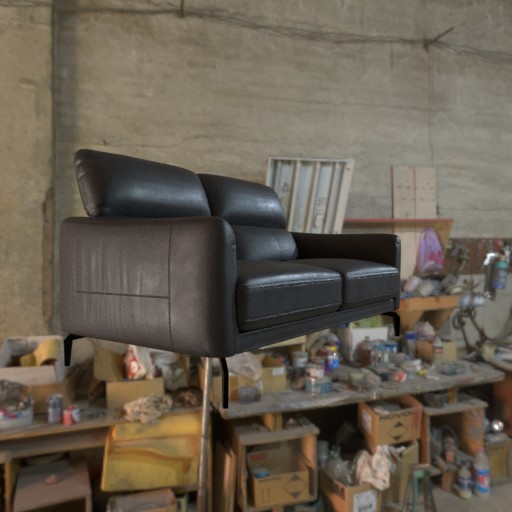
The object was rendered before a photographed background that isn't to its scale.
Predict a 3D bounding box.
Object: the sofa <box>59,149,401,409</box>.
[{"bbox_3d":[0.000,0.000,2.162,0.958,0.920,1.596,0,0,37],"label":"sofa"}]
